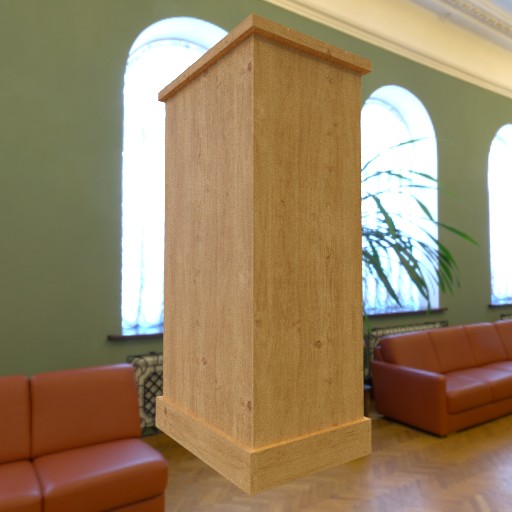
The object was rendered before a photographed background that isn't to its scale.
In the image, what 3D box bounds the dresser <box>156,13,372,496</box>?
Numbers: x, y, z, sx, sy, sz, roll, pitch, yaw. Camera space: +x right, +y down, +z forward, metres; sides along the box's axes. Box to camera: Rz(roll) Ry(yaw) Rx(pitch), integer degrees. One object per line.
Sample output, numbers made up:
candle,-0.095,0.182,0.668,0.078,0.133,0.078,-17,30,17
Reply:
dresser,0.000,0.000,1.281,0.390,1.041,0.531,1,-2,-35
